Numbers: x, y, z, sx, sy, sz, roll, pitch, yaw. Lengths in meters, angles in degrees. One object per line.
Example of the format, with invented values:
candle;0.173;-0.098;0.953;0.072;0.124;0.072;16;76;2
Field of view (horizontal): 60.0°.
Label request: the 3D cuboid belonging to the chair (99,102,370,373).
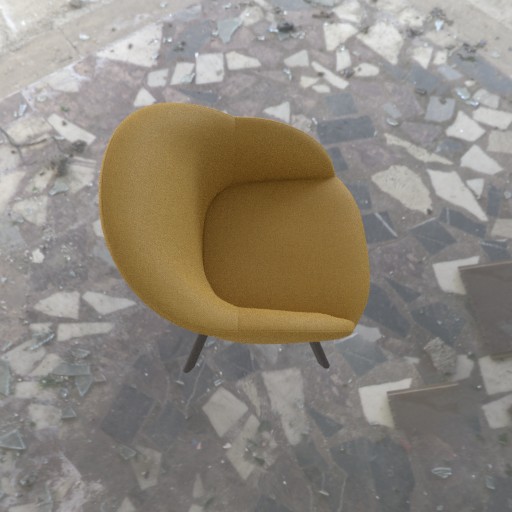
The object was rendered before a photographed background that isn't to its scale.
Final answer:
chair;0.000;0.000;1.185;0.583;0.793;0.551;-2;66;-1
